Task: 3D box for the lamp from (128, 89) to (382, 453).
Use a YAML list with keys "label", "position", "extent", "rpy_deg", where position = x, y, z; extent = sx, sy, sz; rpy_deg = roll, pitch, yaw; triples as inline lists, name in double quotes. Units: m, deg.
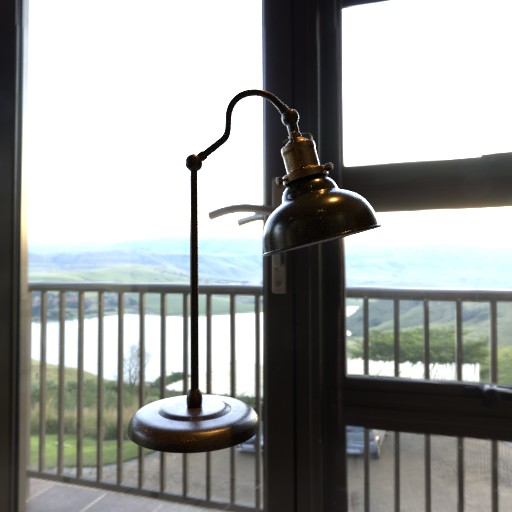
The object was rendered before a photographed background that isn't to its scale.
- label: "lamp"
  position: [0.000, 0.000, 0.667]
  extent: [0.374, 0.508, 0.192]
  rpy_deg: [0, -2, 0]
